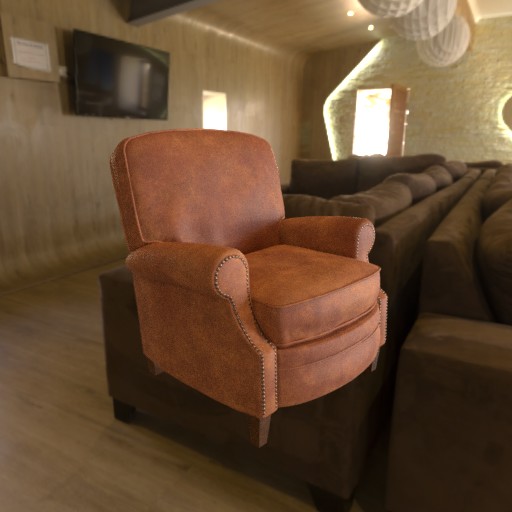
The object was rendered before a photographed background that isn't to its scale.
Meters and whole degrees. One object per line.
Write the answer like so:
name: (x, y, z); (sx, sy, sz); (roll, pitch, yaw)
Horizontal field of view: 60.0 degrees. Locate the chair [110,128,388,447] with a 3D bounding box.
chair: (0.000, 0.000, 1.820); (0.986, 1.018, 0.936); (14, 20, 43)
